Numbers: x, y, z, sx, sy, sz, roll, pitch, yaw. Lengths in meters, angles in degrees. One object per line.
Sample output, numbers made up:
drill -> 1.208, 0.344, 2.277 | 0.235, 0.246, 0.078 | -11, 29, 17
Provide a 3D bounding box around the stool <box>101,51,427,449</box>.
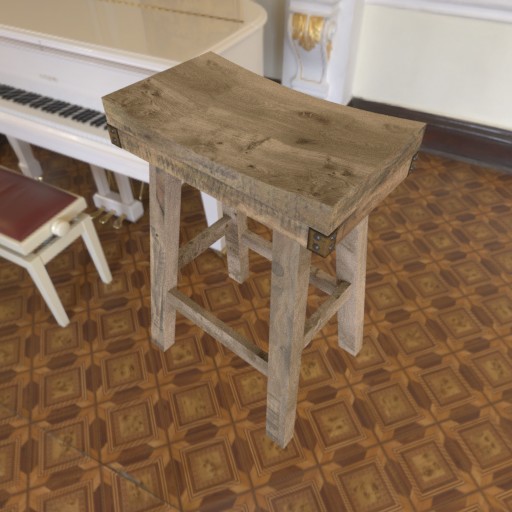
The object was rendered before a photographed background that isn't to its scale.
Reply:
stool -> 0.000, 0.000, 0.904 | 0.450, 0.635, 0.330 | 30, 52, 27
